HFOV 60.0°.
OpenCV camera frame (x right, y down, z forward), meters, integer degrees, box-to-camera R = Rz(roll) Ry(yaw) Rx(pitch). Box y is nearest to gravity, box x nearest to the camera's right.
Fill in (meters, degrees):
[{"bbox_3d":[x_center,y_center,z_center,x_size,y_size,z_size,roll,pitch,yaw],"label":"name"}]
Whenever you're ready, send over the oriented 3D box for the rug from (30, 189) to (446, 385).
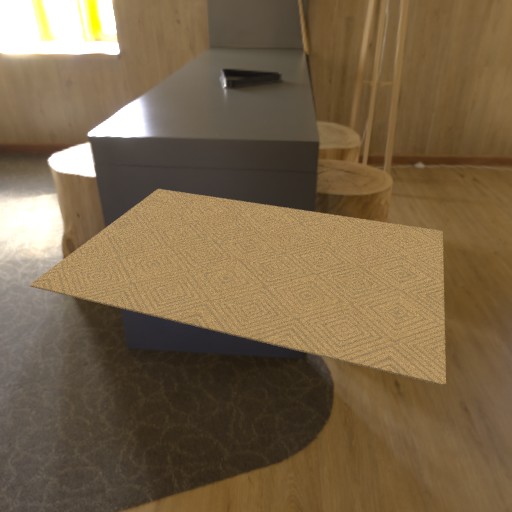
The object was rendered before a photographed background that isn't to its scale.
[{"bbox_3d":[0.000,0.000,2.198,1.753,0.008,1.143,10,33,16],"label":"rug"}]
